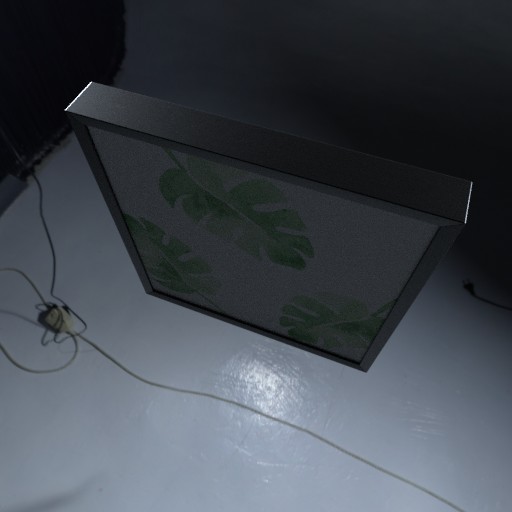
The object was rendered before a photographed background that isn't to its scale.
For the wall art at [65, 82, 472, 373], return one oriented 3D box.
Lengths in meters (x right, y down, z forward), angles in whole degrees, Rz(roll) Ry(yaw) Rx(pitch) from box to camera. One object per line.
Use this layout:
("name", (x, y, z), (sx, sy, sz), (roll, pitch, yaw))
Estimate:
("wall art", (0.000, 0.000, 0.452), (0.304, 0.304, 0.038), (18, 59, 11))
